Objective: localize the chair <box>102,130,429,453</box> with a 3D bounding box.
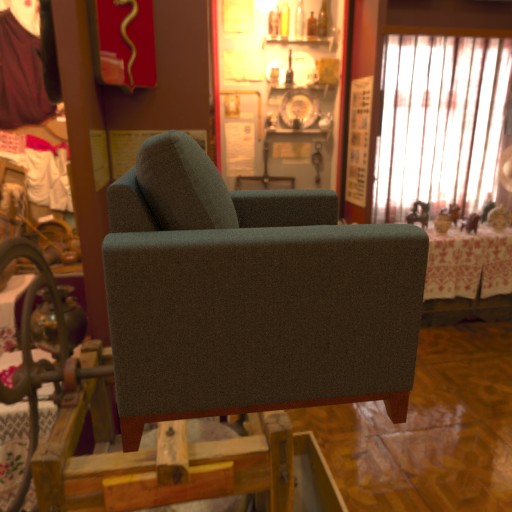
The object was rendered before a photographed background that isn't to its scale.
[{"bbox_3d":[0.000,0.000,1.848,1.038,1.010,1.024,-3,17,-9],"label":"chair"}]
